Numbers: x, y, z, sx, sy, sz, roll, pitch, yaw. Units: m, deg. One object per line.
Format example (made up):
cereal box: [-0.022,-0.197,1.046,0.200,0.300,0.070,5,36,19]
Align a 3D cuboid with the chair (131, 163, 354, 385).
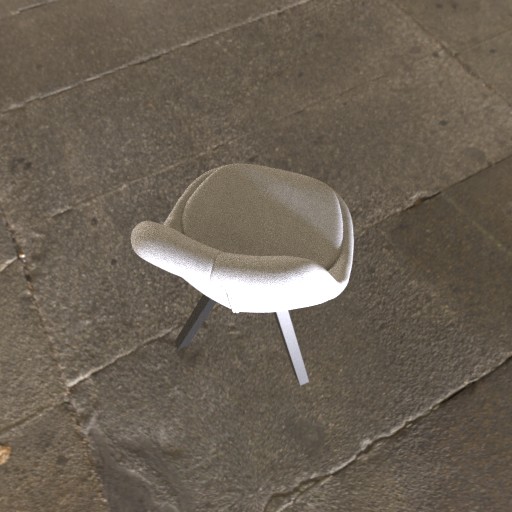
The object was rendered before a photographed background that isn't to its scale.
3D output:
chair: [0.000,0.000,1.175,0.485,0.850,0.550,14,63,7]
